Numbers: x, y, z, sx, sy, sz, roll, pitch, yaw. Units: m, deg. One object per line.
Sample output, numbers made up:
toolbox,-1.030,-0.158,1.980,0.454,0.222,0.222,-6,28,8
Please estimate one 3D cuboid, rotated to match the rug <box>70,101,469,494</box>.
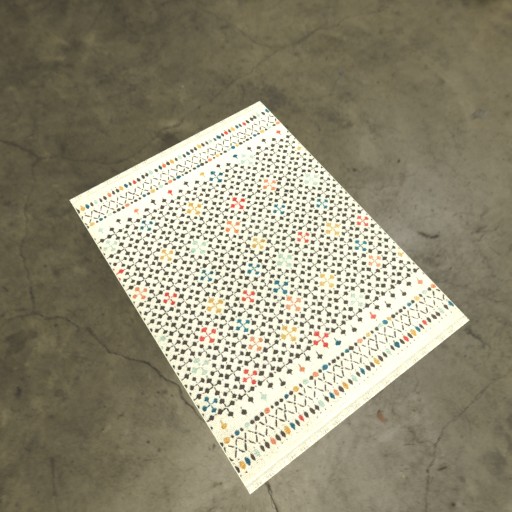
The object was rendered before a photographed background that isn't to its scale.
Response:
rug,0.000,0.000,2.040,1.146,0.006,1.556,-32,68,-15
